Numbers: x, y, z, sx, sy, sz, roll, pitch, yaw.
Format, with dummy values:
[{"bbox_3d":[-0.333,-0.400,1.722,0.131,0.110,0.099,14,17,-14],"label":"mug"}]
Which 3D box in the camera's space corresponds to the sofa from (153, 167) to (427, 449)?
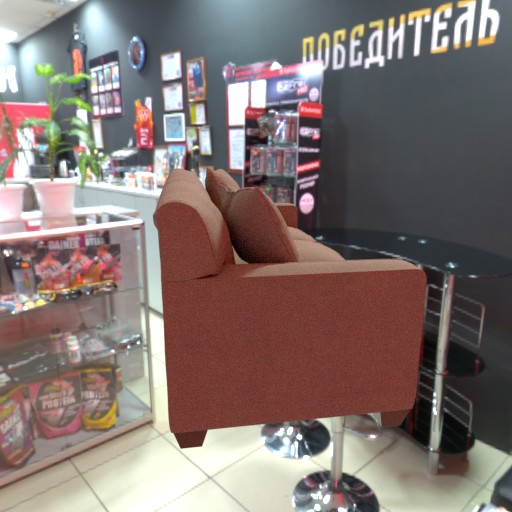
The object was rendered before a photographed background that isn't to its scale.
[{"bbox_3d":[0.000,0.000,2.522,0.997,0.958,2.024,-2,14,-9],"label":"sofa"}]
